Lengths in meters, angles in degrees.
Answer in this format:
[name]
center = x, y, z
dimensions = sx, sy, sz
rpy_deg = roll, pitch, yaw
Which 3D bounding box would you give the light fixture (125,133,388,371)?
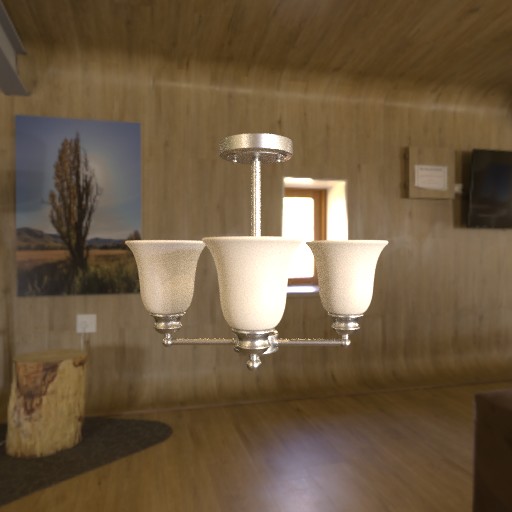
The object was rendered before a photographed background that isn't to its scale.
[light fixture]
center = 0.000, 0.000, 0.729
dimensions = 0.427, 0.370, 0.427
rpy_deg = 0, 0, 1
